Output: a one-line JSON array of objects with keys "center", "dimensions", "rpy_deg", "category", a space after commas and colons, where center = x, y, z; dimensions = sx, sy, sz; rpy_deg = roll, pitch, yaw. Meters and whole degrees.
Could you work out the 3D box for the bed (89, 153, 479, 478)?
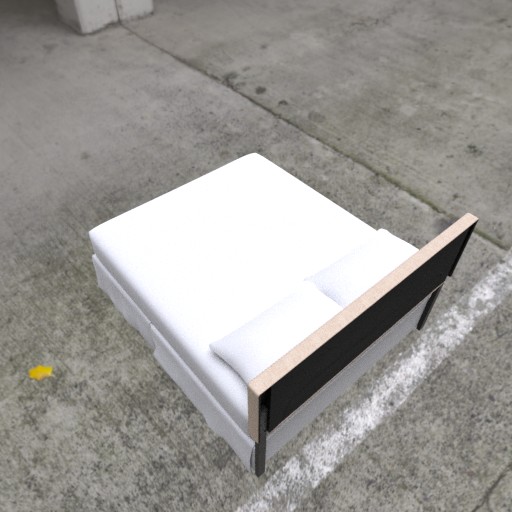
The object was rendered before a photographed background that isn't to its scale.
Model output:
[{"center": [0.000, 0.000, 2.893], "dimensions": [1.616, 1.016, 1.876], "rpy_deg": [-32, 54, -27], "category": "bed"}]
